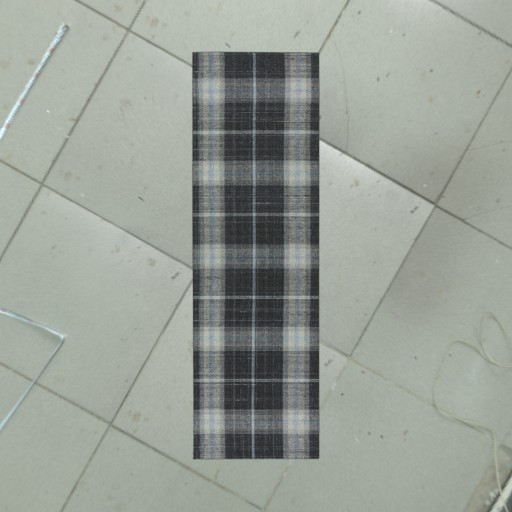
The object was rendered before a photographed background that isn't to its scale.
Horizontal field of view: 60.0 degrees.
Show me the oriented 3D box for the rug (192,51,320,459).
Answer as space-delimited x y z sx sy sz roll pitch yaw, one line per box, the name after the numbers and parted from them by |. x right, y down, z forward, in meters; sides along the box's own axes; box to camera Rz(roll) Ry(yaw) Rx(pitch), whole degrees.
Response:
0.000 0.000 2.647 0.760 0.012 2.434 0 90 0 | rug
